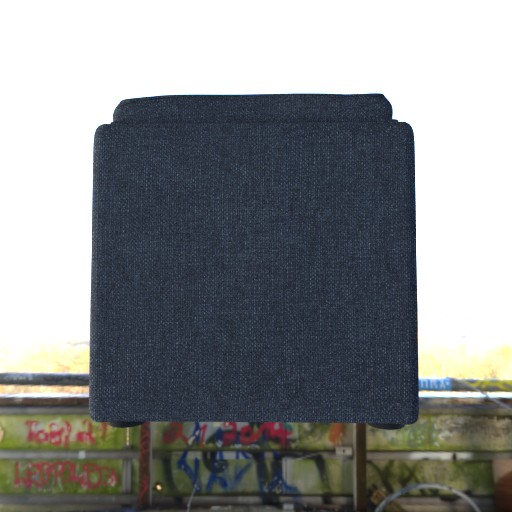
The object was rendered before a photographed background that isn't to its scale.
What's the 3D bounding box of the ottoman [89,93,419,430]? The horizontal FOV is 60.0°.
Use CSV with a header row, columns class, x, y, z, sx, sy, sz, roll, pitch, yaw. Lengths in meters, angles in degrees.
class,x,y,z,sx,sy,sz,roll,pitch,yaw
ottoman,0.000,0.000,0.824,0.454,0.493,0.436,0,-2,1
